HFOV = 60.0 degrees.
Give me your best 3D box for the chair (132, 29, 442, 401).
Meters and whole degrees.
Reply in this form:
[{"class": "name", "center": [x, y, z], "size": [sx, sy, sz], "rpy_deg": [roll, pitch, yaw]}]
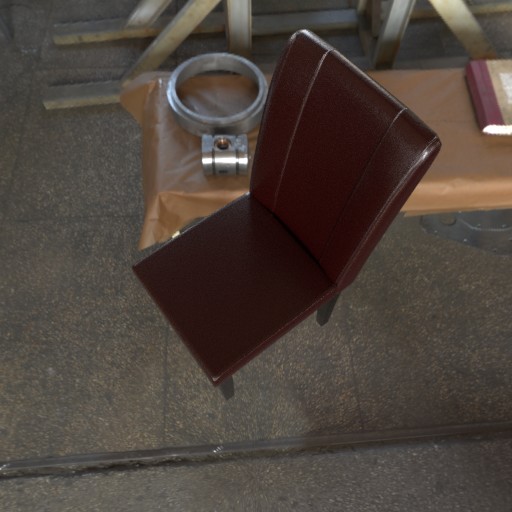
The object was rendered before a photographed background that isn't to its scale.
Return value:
[{"class": "chair", "center": [0.000, 0.000, 1.170], "size": [0.556, 0.897, 0.399], "rpy_deg": [-35, 68, -16]}]
